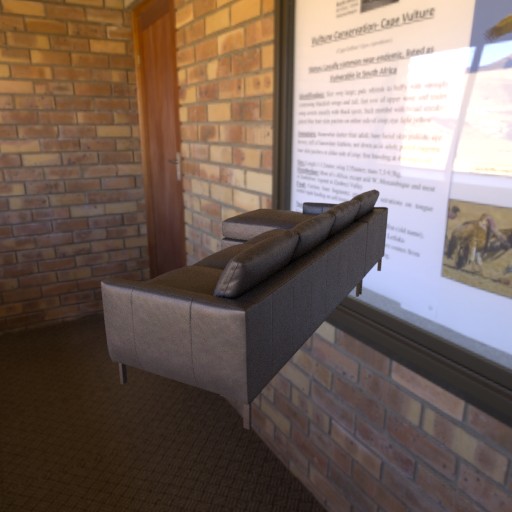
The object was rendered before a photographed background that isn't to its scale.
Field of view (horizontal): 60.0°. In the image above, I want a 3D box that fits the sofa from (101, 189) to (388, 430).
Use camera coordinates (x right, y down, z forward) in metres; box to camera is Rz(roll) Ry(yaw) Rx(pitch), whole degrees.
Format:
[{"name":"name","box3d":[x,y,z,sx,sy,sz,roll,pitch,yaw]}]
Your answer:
[{"name":"sofa","box3d":[0.000,0.000,3.590,1.471,0.859,2.993,8,18,27]}]
